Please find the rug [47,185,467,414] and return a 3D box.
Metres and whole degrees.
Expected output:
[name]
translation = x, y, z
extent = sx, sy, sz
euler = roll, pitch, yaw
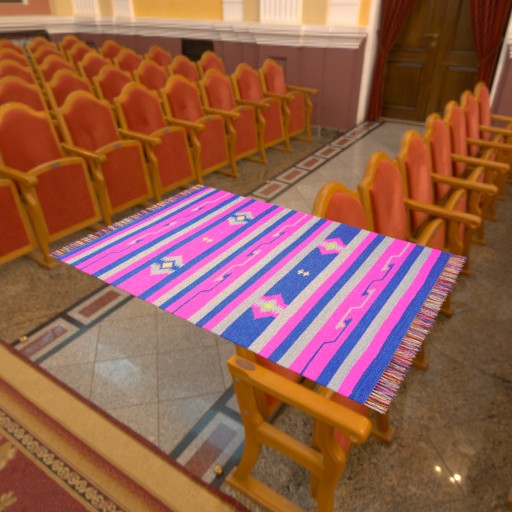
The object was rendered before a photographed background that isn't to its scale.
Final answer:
[rug]
translation = 0.000, 0.000, 2.935
extent = 2.350, 0.013, 1.539
euler = 19, 36, 29
